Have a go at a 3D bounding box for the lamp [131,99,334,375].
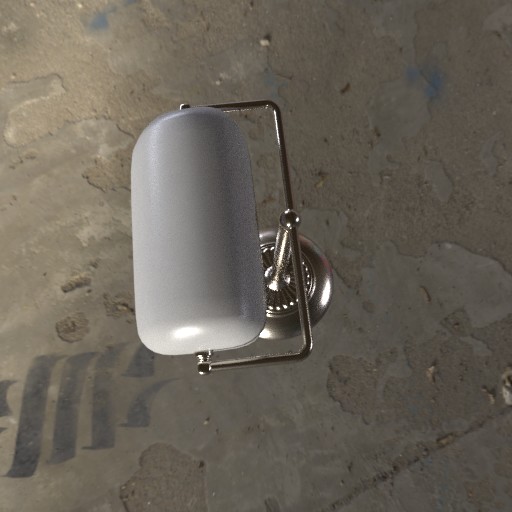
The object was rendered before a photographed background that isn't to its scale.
[{"bbox_3d":[0.000,0.000,0.528,0.243,0.339,0.264,-6,75,-2],"label":"lamp"}]
